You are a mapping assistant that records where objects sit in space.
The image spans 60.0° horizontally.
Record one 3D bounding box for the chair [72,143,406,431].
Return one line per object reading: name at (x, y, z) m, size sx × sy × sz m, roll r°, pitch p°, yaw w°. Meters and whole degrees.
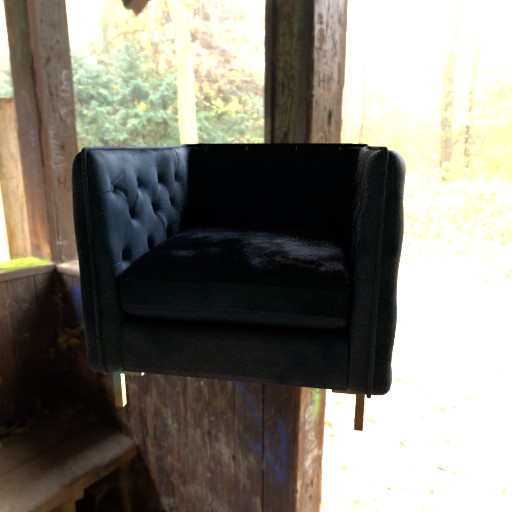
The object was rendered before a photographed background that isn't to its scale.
chair at (0.000, 0.000, 1.542) m, size 0.868 × 0.771 × 0.877 m, roll 2°, pitch 14°, yaw 10°
